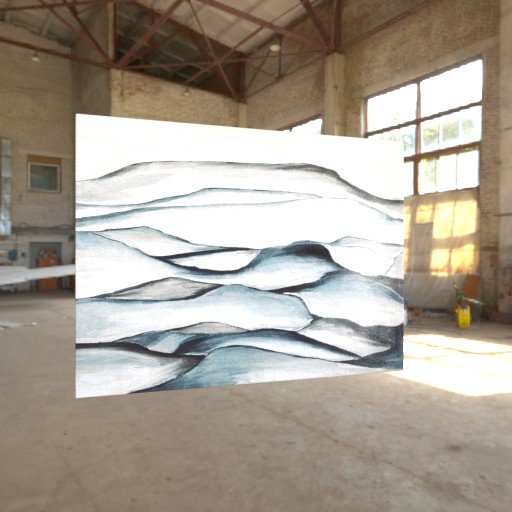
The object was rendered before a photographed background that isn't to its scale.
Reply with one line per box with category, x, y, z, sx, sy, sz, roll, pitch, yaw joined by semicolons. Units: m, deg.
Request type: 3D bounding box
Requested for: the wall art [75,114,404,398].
wall art;0.000;0.000;1.612;1.219;0.915;0.039;0;0;-16
